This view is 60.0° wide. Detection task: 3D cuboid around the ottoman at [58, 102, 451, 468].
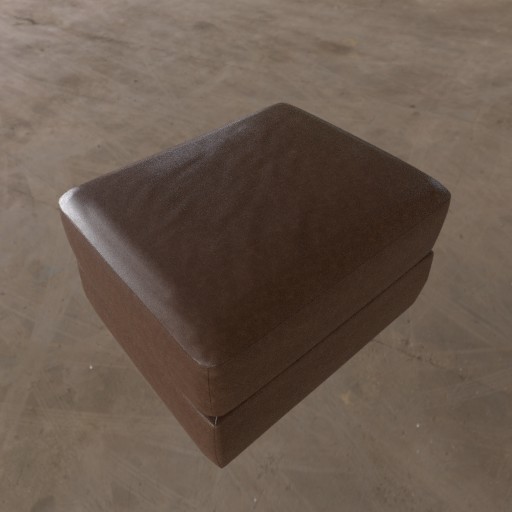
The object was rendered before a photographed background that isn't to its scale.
[{"bbox_3d":[0.000,0.000,1.129,0.751,0.476,0.603,-31,53,-27],"label":"ottoman"}]
